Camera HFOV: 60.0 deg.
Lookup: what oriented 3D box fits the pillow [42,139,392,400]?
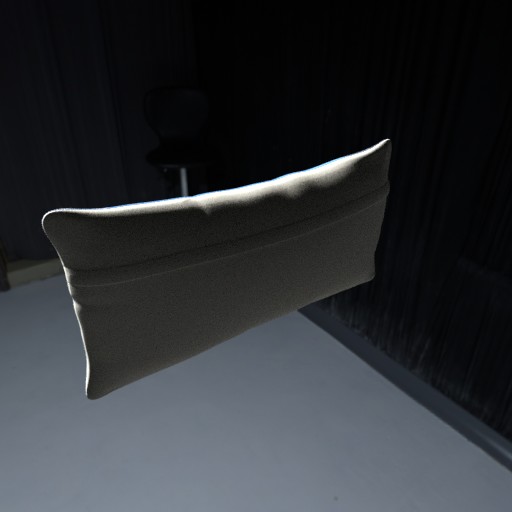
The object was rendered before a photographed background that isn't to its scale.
[{"bbox_3d":[0.000,0.000,0.731,0.604,0.307,0.148,-19,35,-29],"label":"pillow"}]
